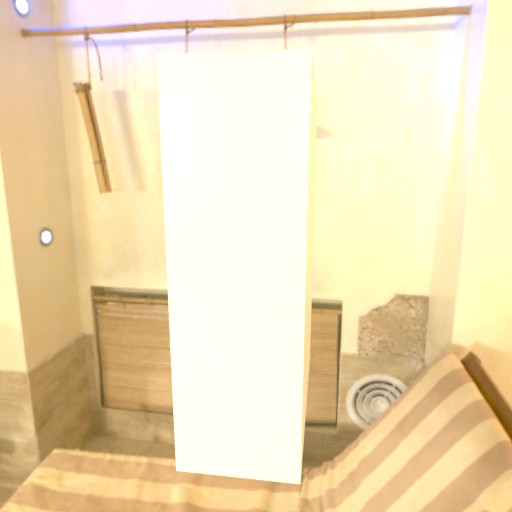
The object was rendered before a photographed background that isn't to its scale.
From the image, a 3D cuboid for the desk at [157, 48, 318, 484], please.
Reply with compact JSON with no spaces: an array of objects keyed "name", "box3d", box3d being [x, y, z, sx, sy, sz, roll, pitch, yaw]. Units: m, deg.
[{"name":"desk","box3d":[0.000,0.000,1.596,0.390,1.190,0.850,2,13,8]}]
